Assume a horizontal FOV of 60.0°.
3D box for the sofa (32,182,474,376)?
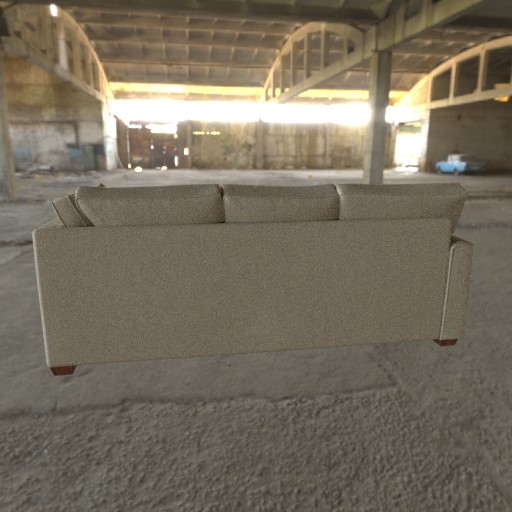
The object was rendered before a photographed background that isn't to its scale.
[{"bbox_3d":[0.000,0.000,2.816,2.317,0.962,1.061,-2,13,-9],"label":"sofa"}]
